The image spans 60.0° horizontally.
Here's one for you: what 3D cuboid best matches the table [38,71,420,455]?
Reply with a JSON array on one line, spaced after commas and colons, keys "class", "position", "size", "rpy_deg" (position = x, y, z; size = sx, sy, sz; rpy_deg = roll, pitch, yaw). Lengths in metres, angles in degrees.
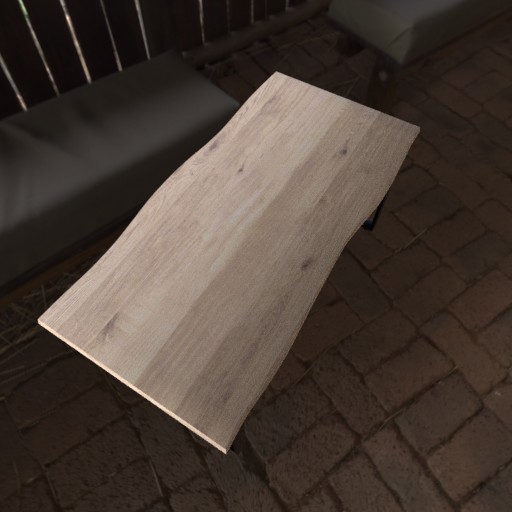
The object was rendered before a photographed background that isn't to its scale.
[{"class": "table", "position": [0.000, 0.000, 2.306], "size": [0.900, 0.780, 1.800], "rpy_deg": [28, 62, 16]}]
